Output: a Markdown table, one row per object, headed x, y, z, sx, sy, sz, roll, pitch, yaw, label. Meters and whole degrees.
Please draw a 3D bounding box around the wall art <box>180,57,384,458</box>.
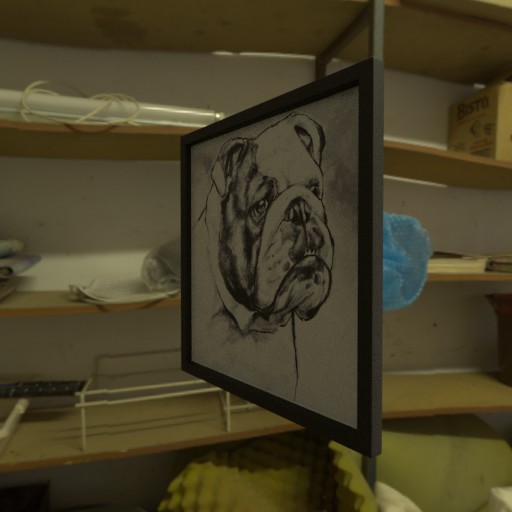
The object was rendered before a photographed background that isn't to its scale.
| x | y | z | sx | sy | sz | roll | pitch | yaw | label |
| --- | --- | --- | --- | --- | --- | --- | --- | --- | --- |
| 0.000 | 0.000 | 0.685 | 0.022 | 0.453 | 0.456 | -1 | 2 | -37 | wall art |
